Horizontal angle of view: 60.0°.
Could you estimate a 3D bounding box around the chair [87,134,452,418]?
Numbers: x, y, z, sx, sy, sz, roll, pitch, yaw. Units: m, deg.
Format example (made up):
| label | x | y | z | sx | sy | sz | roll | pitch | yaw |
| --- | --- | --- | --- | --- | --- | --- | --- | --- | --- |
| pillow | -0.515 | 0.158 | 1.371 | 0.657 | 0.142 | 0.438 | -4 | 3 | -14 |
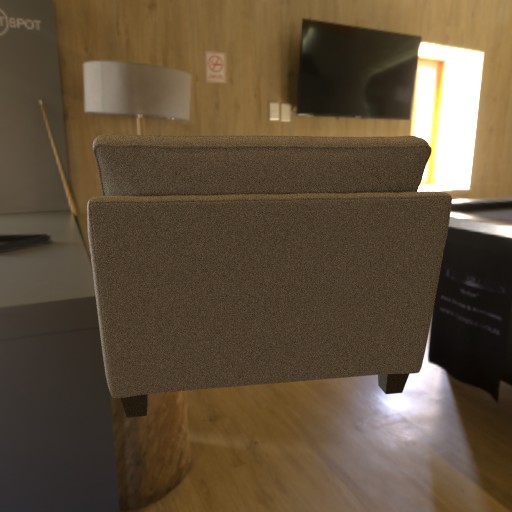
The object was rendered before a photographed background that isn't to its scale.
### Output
| label | x | y | z | sx | sy | sz | roll | pitch | yaw |
| --- | --- | --- | --- | --- | --- | --- | --- | --- | --- |
| chair | 0.000 | 0.000 | 1.961 | 1.220 | 1.016 | 1.040 | -2 | 13 | -9 |
